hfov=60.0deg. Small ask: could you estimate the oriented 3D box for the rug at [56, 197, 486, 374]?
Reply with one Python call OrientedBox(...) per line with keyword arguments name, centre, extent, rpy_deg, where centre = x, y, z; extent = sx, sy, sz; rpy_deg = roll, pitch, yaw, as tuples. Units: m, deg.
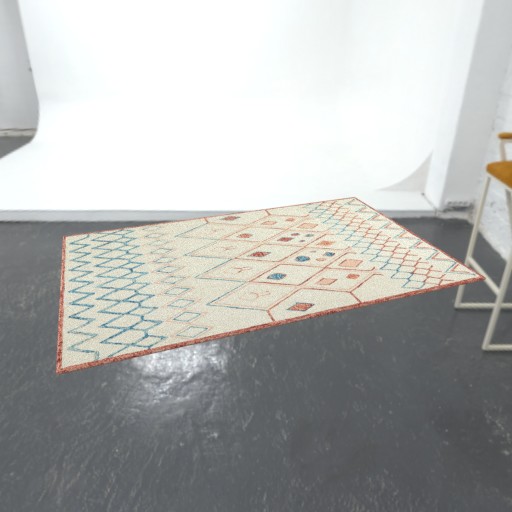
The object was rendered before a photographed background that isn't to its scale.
OrientedBox(name="rug", centre=(0.000, 0.000, 2.967), extent=(2.438, 0.015, 1.524), rpy_deg=(-10, 29, -18))
